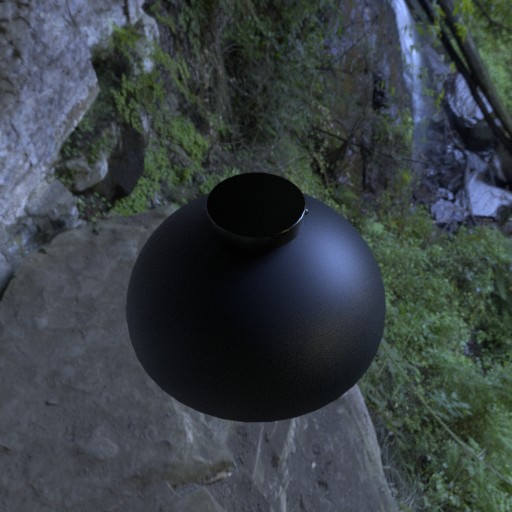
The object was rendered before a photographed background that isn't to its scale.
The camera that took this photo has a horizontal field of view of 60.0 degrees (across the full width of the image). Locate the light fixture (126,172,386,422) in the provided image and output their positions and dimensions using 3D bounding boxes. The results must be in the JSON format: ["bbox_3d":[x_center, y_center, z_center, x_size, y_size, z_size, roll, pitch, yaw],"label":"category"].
[{"bbox_3d":[0.000,0.000,0.561,0.355,0.177,0.355,0,47,0],"label":"light fixture"}]
